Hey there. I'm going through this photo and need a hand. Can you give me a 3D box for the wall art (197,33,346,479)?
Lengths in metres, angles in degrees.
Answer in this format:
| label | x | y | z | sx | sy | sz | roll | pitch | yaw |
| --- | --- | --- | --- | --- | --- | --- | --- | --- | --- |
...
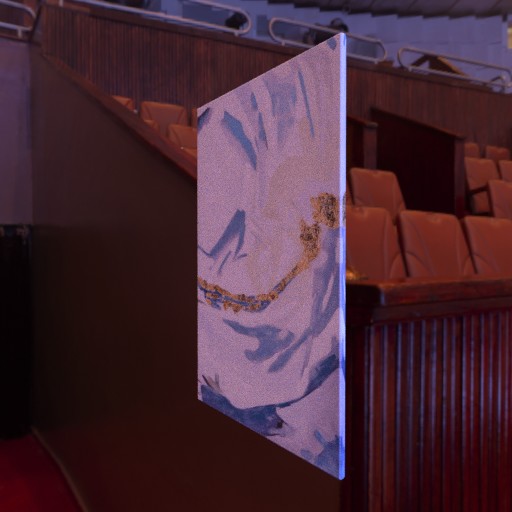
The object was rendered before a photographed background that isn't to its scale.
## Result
| label | x | y | z | sx | sy | sz | roll | pitch | yaw |
| --- | --- | --- | --- | --- | --- | --- | --- | --- | --- |
| wall art | 0.000 | 0.000 | 1.153 | 0.016 | 0.914 | 0.610 | -1 | 1 | -36 |
